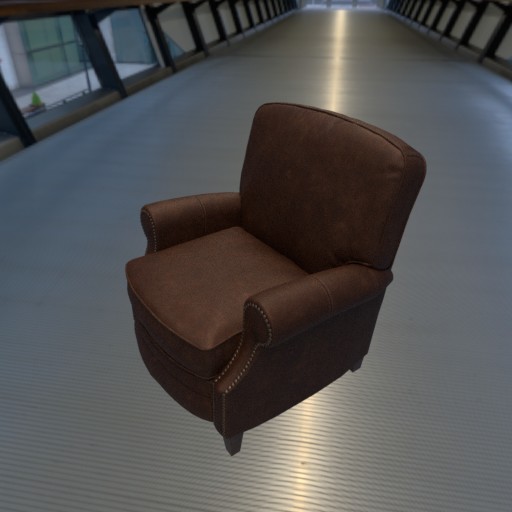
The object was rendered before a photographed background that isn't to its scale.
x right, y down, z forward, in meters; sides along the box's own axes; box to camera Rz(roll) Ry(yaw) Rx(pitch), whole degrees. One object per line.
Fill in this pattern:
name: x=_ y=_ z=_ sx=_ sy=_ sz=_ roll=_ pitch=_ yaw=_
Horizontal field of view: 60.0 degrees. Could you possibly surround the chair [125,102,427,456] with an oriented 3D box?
chair: x=0.000 y=0.000 z=1.736 sx=0.986 sy=1.018 sz=0.936 roll=-21 pitch=38 yaw=-30
